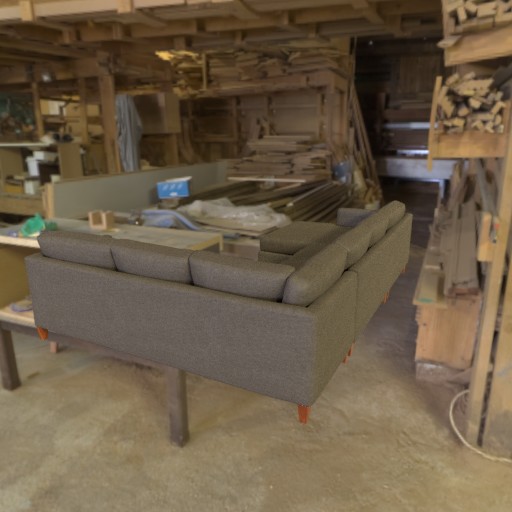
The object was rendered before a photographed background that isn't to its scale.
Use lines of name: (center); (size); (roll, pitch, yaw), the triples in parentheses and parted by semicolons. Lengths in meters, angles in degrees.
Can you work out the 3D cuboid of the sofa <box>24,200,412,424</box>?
sofa: (0.000, 0.000, 4.613); (2.594, 0.961, 3.460); (8, 18, 26)
